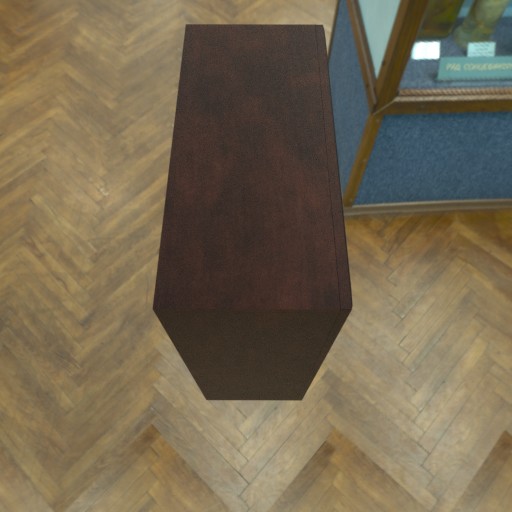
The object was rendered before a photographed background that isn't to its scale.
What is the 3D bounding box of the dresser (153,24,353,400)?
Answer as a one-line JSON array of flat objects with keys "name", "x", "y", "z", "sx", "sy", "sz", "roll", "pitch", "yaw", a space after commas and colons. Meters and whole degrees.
[{"name": "dresser", "x": 0.000, "y": 0.000, "z": 2.003, "sx": 0.506, "sy": 1.514, "sz": 1.072, "roll": 0, "pitch": 63, "yaw": 0}]
